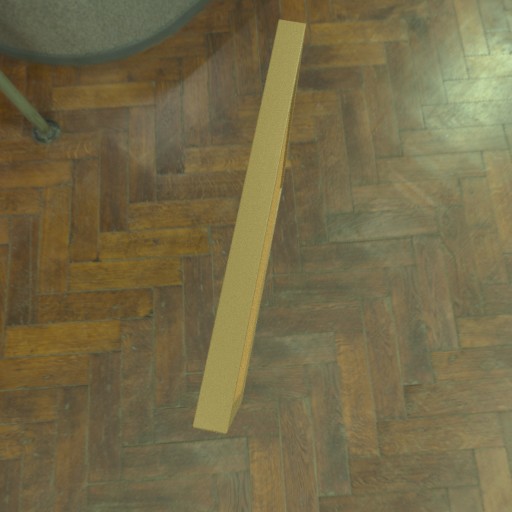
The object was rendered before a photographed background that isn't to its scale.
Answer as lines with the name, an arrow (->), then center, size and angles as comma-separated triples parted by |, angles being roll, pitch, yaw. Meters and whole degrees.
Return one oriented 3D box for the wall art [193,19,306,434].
wall art -> 0.000, 0.000, 0.760 | 0.036, 0.509, 0.509 | 10, 76, 3
